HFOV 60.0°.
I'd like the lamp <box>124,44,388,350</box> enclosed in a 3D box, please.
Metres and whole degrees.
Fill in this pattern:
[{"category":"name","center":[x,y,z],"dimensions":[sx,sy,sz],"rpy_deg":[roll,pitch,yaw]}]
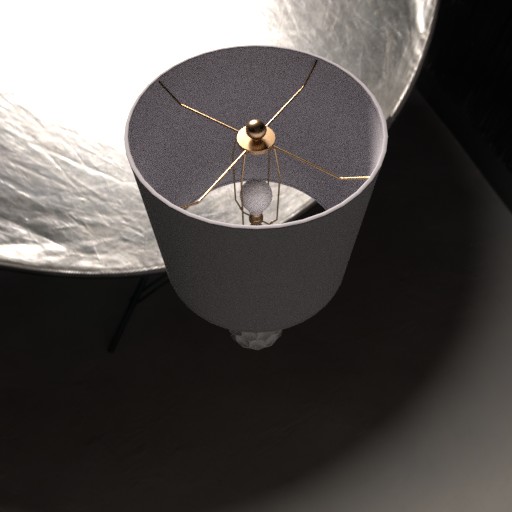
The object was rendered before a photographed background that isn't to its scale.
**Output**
[{"category":"lamp","center":[0.000,0.000,0.697],"dimensions":[0.277,0.537,0.277],"rpy_deg":[-16,60,-10]}]
